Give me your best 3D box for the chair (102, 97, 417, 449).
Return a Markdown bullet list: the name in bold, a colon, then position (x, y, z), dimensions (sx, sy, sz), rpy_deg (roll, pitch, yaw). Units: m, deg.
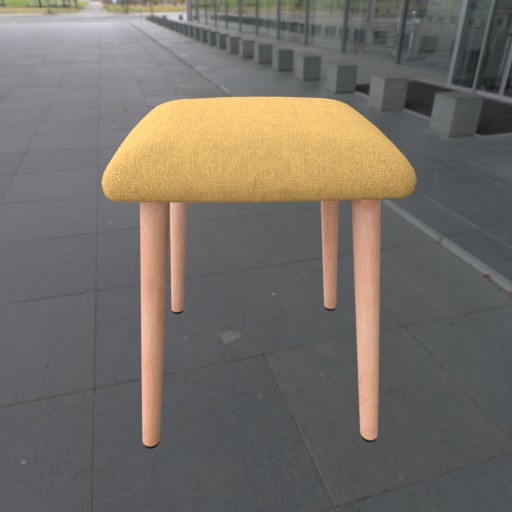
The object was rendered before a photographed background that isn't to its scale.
- **chair**: position (0.000, 0.000, 0.686), dimensions (0.350, 0.440, 0.350), rpy_deg (-1, 30, -2)
